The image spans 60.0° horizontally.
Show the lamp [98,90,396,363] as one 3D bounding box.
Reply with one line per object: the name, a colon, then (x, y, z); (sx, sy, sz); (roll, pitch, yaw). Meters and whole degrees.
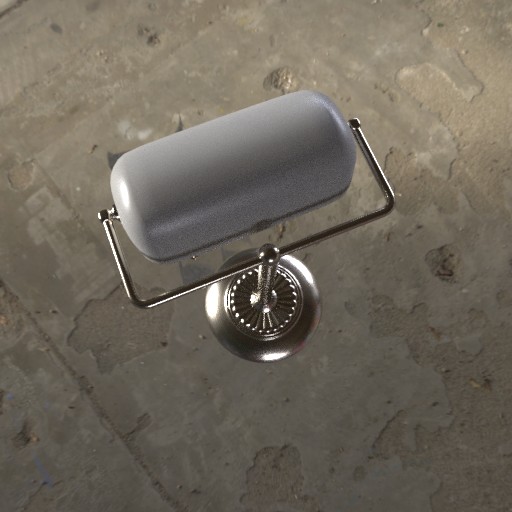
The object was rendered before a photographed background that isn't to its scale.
lamp: (0.000, 0.000, 0.521); (0.264, 0.339, 0.243); (-21, 76, -5)
